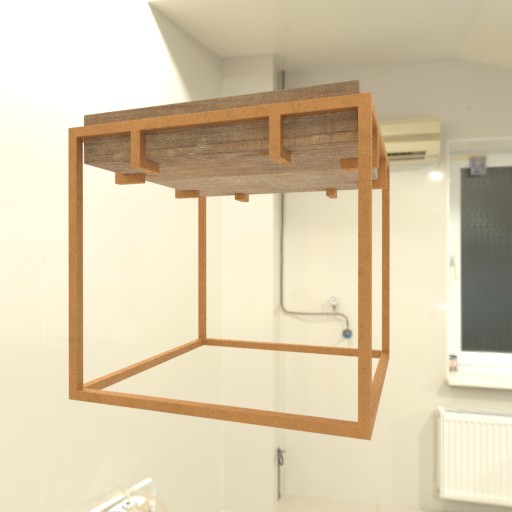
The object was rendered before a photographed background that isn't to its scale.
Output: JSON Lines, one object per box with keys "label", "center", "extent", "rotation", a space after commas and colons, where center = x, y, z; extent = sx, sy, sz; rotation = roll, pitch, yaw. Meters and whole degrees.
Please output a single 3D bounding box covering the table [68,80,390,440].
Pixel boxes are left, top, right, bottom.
{"label": "table", "center": [0.000, 0.000, 1.086], "extent": [0.599, 0.584, 0.599], "rotation": [0, 0, 20]}
